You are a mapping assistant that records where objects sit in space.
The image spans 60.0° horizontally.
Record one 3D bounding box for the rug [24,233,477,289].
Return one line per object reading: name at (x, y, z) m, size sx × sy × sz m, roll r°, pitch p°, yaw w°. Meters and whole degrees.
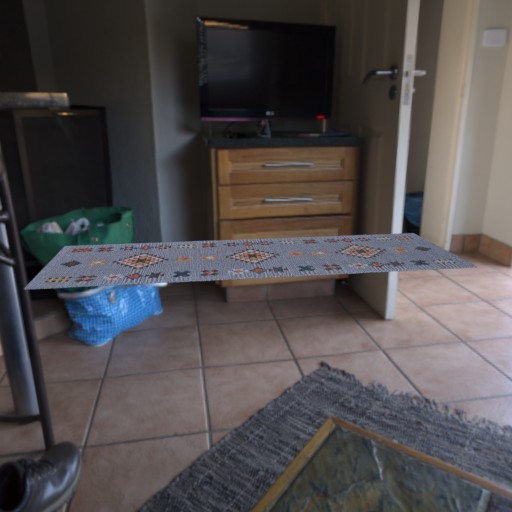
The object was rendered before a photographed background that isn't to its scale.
rug at (0.000, 0.000, 2.718) m, size 2.432 × 0.008 × 0.766 m, roll -2°, pitch 18°, yaw -8°
